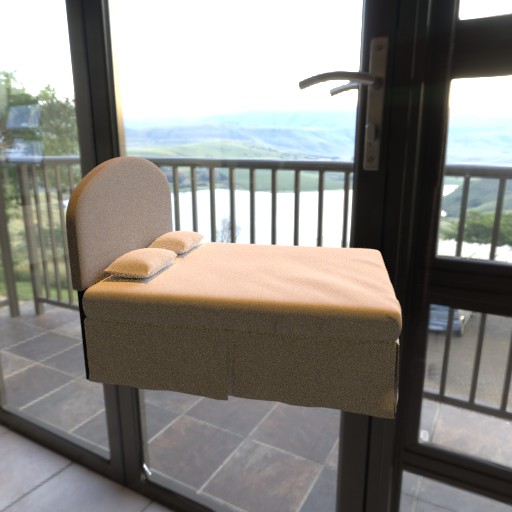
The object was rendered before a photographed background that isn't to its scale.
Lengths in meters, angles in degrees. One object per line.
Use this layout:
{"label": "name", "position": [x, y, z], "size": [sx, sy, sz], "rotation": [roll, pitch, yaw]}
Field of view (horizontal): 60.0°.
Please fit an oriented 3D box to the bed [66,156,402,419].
{"label": "bed", "position": [0.000, 0.000, 3.233], "size": [2.005, 1.410, 1.607], "rotation": [3, 14, 11]}
